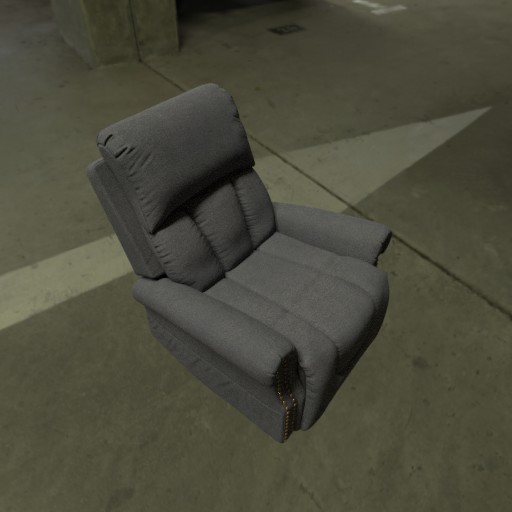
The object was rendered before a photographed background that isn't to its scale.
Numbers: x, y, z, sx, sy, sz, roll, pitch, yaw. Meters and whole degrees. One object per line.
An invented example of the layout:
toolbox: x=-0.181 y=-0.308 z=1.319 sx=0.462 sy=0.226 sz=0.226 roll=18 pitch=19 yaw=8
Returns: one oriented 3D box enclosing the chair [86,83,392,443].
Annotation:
chair: x=0.000 y=0.000 z=1.751 sx=0.979 sy=1.031 sz=0.871 roll=27 pitch=48 yaw=27
